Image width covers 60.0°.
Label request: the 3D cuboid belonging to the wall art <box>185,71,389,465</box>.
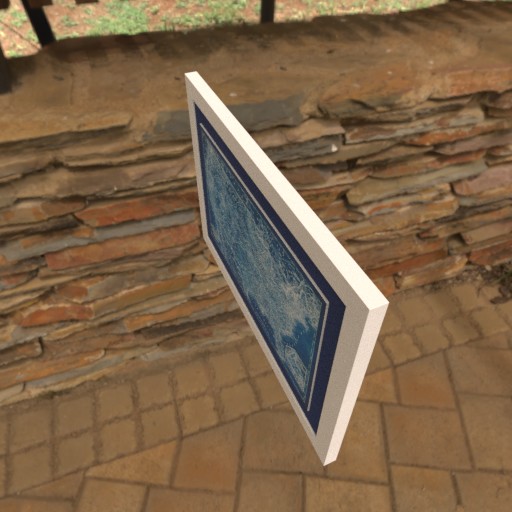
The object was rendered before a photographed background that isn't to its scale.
[{"bbox_3d":[0.000,0.000,1.690,0.051,0.902,1.308,-17,48,-17],"label":"wall art"}]
